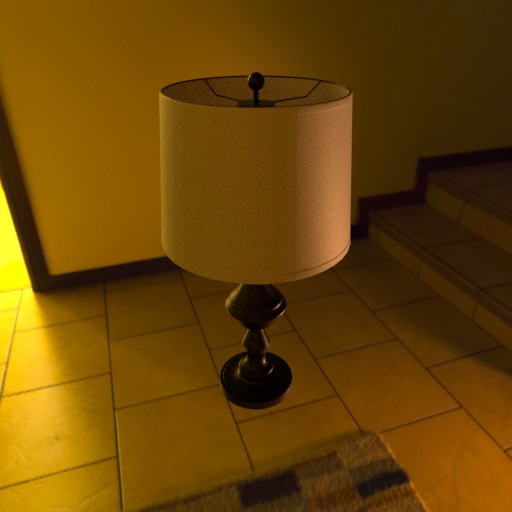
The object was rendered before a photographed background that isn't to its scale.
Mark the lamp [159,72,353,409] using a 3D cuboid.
[{"bbox_3d":[0.000,0.000,0.941,0.383,0.726,0.383,0,30,0],"label":"lamp"}]
